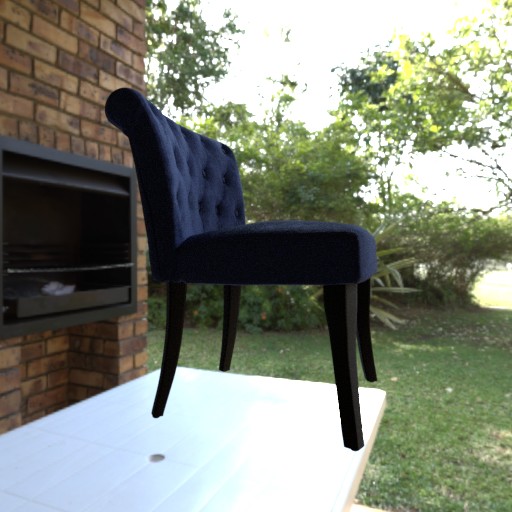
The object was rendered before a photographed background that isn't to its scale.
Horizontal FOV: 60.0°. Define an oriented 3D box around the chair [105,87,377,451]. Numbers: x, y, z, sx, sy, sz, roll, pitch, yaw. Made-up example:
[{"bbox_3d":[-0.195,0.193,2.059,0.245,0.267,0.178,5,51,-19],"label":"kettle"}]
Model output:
[{"bbox_3d":[0.000,0.000,1.176,0.606,0.753,0.585,0,1,18],"label":"chair"}]
